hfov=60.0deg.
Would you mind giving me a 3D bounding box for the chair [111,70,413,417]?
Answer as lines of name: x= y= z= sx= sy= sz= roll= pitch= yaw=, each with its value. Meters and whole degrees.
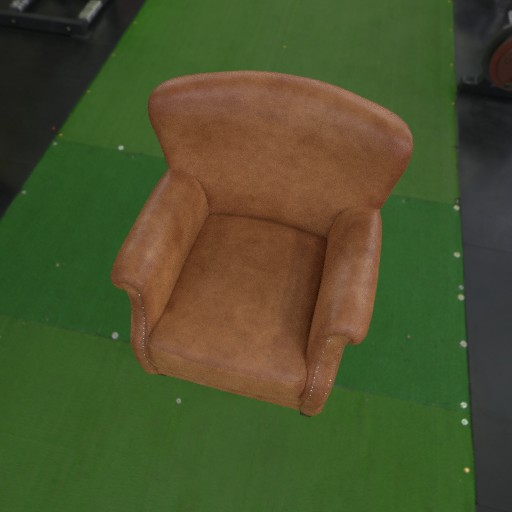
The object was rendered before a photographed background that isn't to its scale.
chair: x=0.000 y=0.000 z=1.626 sx=0.861 sy=0.936 sz=0.921 roll=12 pitch=59 yaw=8
